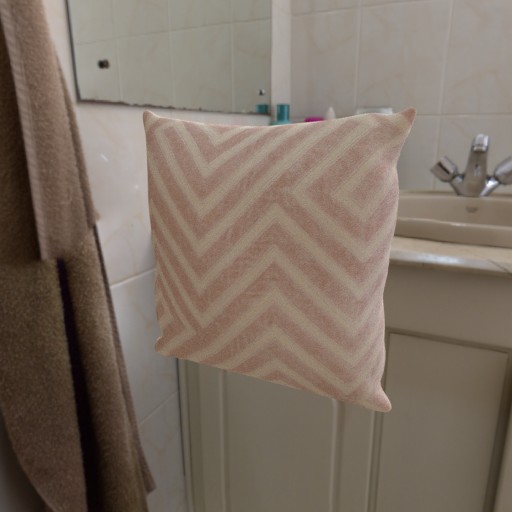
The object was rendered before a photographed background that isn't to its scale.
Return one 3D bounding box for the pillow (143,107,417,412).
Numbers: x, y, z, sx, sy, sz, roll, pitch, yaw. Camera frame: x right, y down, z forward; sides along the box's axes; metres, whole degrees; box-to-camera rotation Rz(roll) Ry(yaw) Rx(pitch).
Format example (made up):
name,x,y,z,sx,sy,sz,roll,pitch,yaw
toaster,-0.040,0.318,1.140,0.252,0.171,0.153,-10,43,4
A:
name,x,y,z,sx,sy,sz,roll,pitch,yaw
pillow,0.000,0.000,0.688,0.440,0.441,0.182,8,17,26
